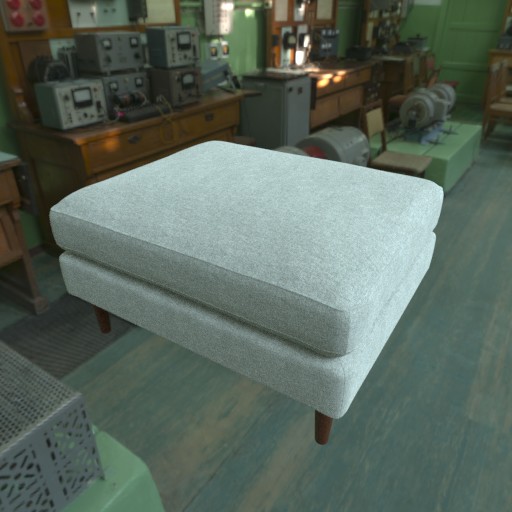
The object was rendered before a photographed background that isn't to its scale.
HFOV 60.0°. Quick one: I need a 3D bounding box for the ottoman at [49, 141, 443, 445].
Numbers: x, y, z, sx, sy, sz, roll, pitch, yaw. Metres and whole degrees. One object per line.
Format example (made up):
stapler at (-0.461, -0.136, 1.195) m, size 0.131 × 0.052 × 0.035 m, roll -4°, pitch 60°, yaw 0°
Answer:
ottoman at (0.000, 0.000, 1.244) m, size 0.821 × 0.474 × 0.693 m, roll 18°, pitch 34°, yaw 28°
